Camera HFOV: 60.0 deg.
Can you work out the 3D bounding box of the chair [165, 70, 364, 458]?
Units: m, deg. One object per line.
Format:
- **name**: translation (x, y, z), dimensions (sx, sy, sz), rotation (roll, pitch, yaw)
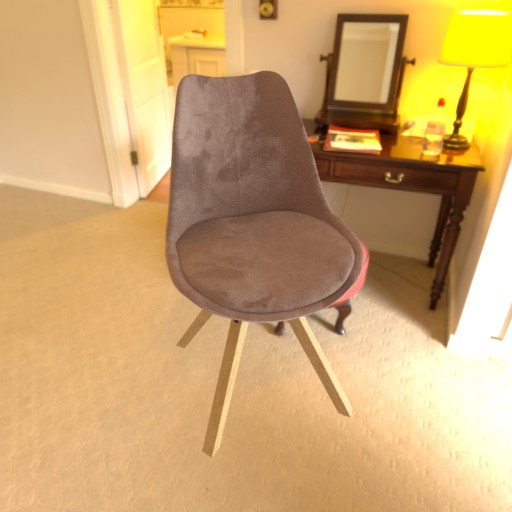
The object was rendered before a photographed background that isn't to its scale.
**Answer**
- **chair**: translation (0.000, 0.000, 1.194), dimensions (0.485, 0.850, 0.550), rotation (-10, 33, -15)
